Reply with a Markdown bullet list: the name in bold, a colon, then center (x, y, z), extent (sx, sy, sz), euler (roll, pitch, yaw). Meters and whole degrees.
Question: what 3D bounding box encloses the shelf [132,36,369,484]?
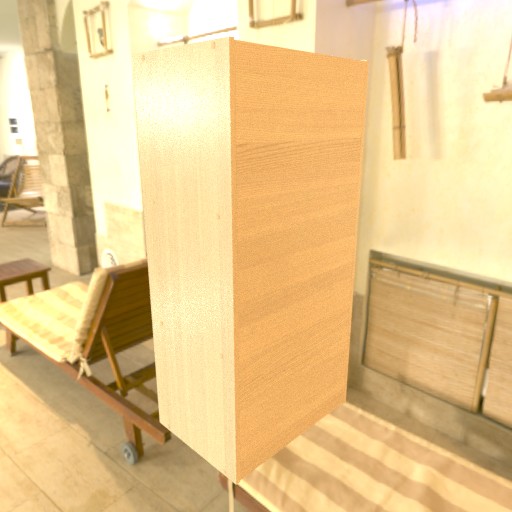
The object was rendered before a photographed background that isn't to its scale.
- **shelf**: center (0.000, 0.000, 1.064), extent (0.292, 0.876, 0.417), euler (16, 23, 42)
